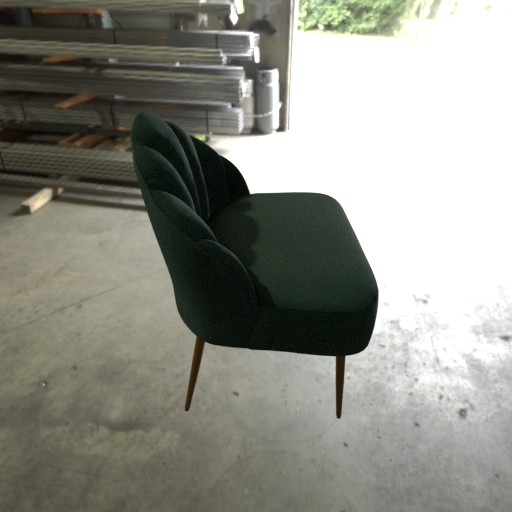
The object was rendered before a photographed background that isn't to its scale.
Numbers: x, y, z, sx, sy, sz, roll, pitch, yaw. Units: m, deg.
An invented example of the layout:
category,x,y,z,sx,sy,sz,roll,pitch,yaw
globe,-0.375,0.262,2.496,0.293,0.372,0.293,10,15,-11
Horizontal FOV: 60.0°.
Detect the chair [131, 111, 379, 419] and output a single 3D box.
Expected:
category,x,y,z,sx,sy,sz,roll,pitch,yaw
chair,0.000,0.000,1.300,0.599,0.819,0.657,-1,31,-1
